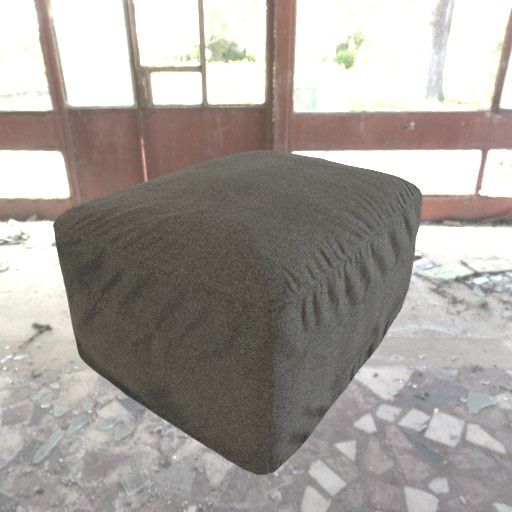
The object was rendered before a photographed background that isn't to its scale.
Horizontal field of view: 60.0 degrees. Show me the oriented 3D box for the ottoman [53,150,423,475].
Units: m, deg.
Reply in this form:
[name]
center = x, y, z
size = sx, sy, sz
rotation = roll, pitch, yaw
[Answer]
[ottoman]
center = 0.000, 0.000, 1.225
size = 0.683, 0.481, 0.837
rotation = 17, 30, 32
